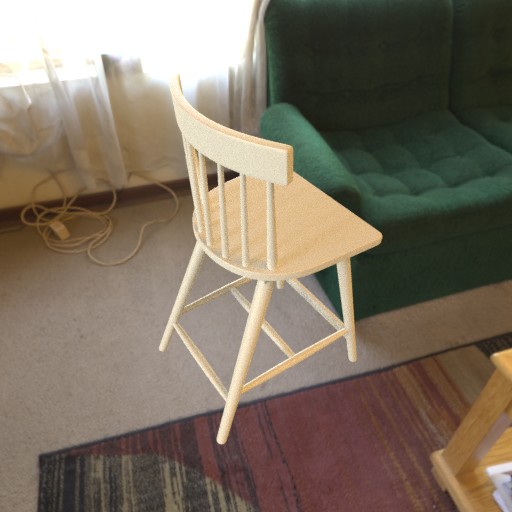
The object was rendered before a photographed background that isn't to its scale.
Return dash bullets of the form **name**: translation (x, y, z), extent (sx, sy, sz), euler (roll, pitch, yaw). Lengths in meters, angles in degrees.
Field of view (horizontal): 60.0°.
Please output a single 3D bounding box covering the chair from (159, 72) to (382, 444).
- **chair**: translation (0.000, 0.000, 1.299), extent (0.572, 0.952, 0.483), euler (-24, 47, -25)
